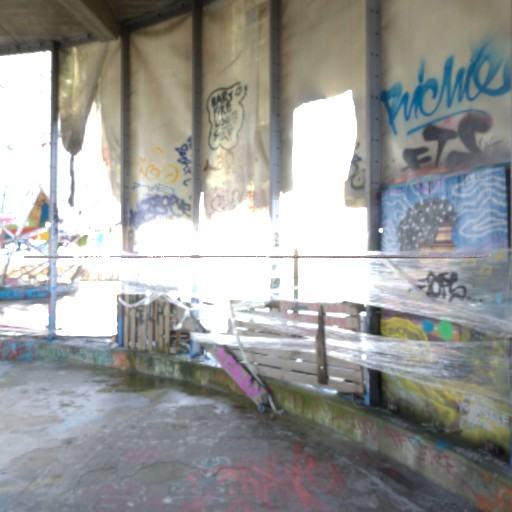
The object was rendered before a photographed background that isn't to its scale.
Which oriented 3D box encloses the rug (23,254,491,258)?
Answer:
[{"bbox_3d":[0.000,0.000,2.333,1.837,0.025,1.230,0,0,-1],"label":"rug"}]
